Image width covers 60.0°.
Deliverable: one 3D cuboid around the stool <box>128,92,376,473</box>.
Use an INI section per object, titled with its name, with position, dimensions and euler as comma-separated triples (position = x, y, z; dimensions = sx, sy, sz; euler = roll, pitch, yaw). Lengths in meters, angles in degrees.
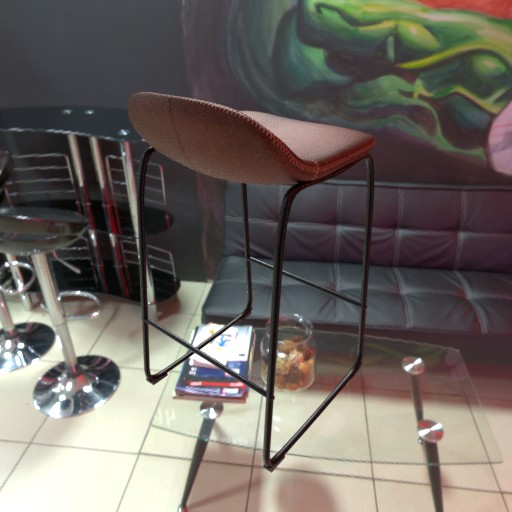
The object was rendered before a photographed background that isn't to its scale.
[stool]
position = 0.000, 0.000, 1.115
dimensions = 0.454, 0.830, 0.473
euler = 22, 37, 33
